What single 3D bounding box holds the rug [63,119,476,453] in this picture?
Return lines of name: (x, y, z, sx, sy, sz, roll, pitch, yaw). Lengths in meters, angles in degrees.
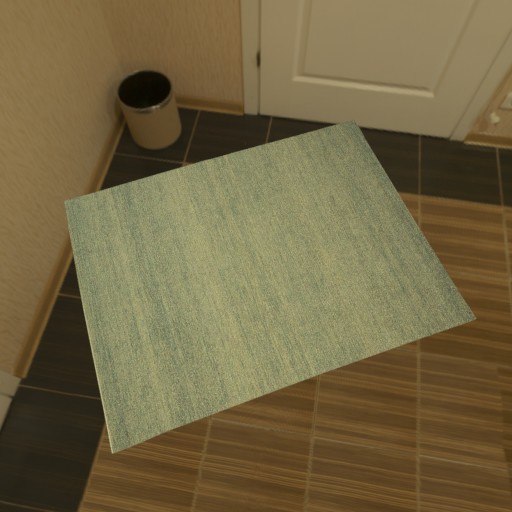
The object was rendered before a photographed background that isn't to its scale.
rug: (0.000, 0.000, 4.160, 3.237, 0.046, 2.461, -18, 65, -9)
